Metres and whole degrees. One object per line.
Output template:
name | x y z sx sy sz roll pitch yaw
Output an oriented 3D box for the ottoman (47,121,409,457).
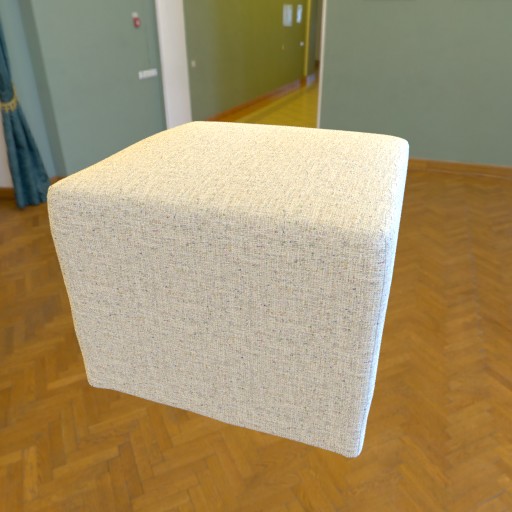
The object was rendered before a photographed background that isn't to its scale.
ottoman | 0.000 0.000 0.884 0.521 0.453 0.512 9 30 17
